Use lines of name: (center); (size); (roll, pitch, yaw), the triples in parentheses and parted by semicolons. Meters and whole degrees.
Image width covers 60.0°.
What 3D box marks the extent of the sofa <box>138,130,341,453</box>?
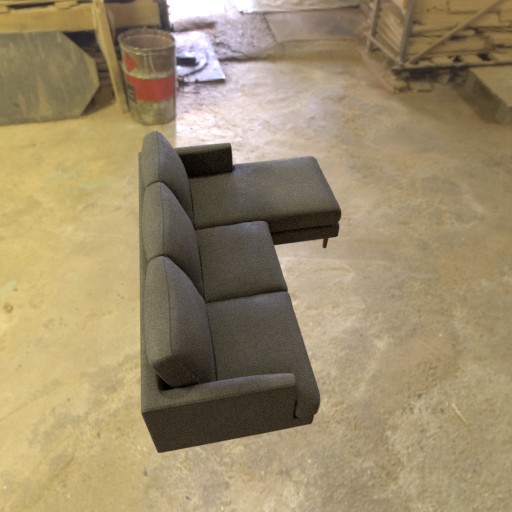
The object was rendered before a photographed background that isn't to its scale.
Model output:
sofa: (0.000, 0.000, 3.048); (1.504, 0.956, 2.233); (-8, 46, -7)
